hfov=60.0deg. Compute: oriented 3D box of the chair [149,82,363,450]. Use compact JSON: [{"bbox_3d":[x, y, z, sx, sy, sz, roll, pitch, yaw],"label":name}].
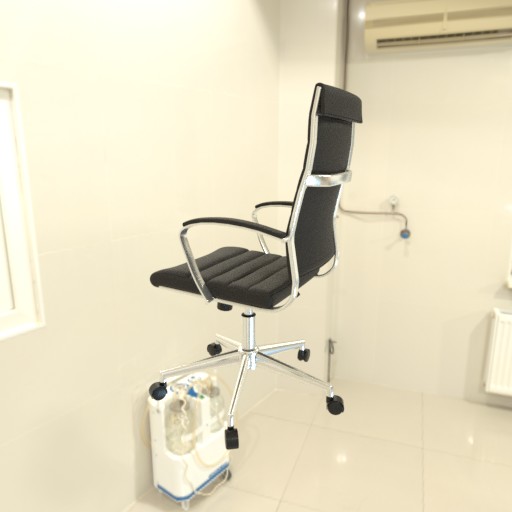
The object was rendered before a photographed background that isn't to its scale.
[{"bbox_3d":[0.000,0.000,1.687,0.739,1.149,0.766,7,15,26],"label":"chair"}]
